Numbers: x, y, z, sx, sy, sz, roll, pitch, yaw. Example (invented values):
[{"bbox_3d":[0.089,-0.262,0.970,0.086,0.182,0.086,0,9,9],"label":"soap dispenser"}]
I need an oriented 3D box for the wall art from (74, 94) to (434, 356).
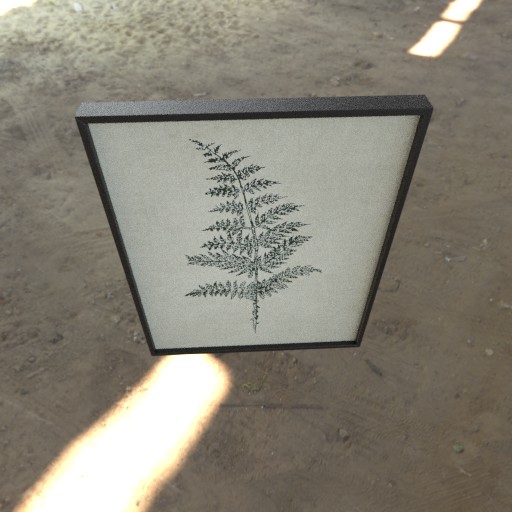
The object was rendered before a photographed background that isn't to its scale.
[{"bbox_3d":[0.000,0.000,0.766,0.449,0.555,0.039,-2,46,-2],"label":"wall art"}]
